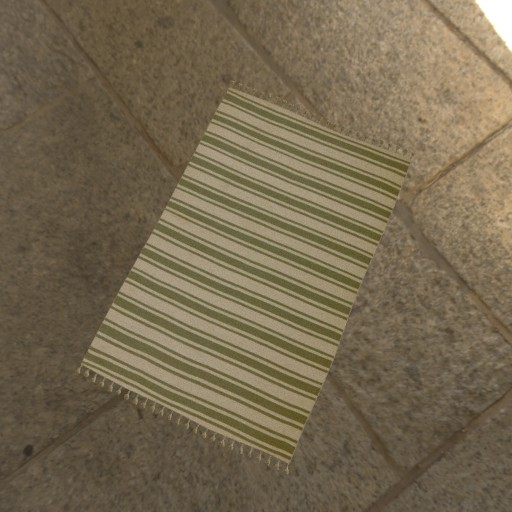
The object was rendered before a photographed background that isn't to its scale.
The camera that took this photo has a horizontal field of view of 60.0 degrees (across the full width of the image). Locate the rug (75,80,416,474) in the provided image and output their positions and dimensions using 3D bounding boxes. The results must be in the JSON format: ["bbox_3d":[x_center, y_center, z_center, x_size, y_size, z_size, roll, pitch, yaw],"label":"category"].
[{"bbox_3d":[0.000,0.000,2.378,1.162,0.013,1.875,24,77,6],"label":"rug"}]
